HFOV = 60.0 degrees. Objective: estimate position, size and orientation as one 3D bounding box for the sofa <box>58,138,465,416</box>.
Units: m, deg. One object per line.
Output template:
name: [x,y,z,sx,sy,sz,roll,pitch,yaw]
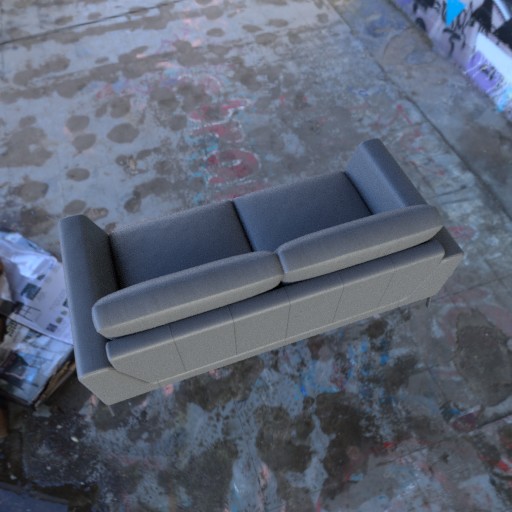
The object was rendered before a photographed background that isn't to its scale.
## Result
sofa: [0.000,0.000,2.515,2.017,0.875,0.953,-16,58,-11]
